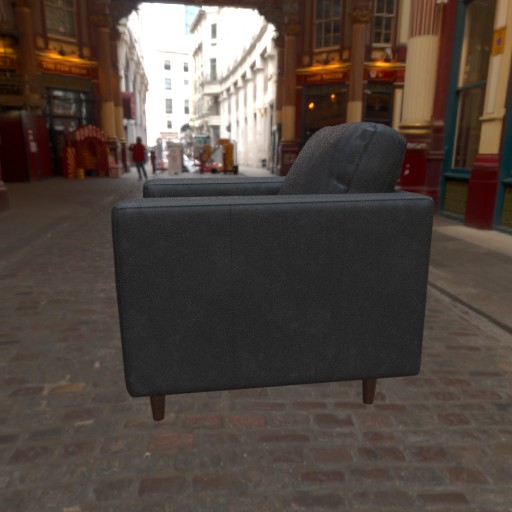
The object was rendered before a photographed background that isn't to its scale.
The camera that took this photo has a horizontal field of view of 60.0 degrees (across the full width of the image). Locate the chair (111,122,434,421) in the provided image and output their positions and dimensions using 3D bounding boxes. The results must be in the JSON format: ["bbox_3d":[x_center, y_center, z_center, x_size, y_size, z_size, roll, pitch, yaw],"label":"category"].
[{"bbox_3d":[0.000,0.000,1.564,0.879,0.898,0.831,-2,14,-7],"label":"chair"}]
